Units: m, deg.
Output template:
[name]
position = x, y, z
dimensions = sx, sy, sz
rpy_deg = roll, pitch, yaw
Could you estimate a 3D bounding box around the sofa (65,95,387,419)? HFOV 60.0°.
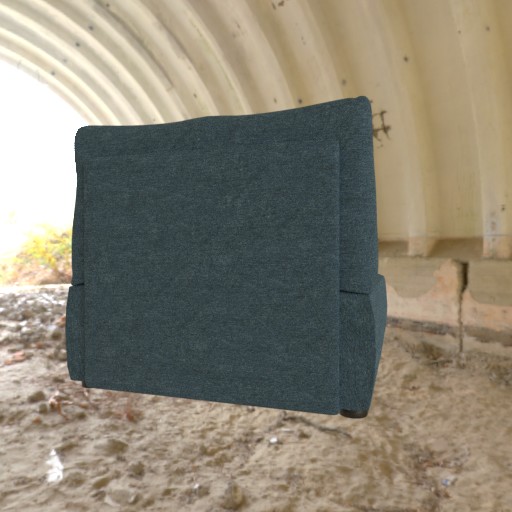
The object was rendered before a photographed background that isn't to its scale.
[sofa]
position = 0.000, 0.000, 1.678
dimensions = 0.930, 0.820, 1.000
rpy_deg = 0, 0, 18
